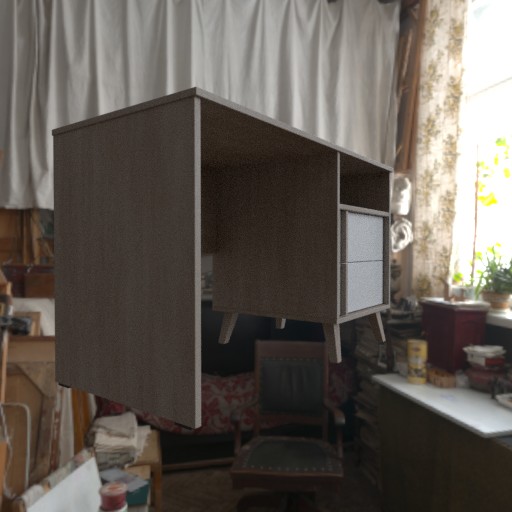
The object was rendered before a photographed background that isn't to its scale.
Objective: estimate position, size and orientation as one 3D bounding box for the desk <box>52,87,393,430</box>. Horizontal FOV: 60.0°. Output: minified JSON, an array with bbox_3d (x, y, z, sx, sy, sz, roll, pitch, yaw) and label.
[{"bbox_3d":[0.000,0.000,1.660,0.600,0.770,1.251,1,1,37],"label":"desk"}]
